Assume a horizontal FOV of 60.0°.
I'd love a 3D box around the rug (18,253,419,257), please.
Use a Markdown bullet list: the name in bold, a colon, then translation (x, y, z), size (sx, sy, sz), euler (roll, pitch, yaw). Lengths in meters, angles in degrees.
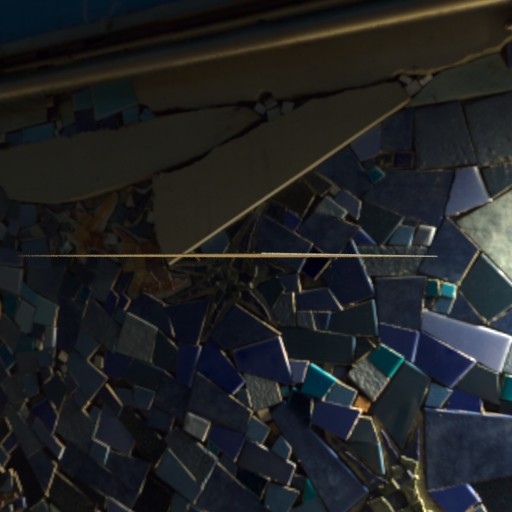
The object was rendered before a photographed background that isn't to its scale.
- **rug**: translation (0.000, 0.000, 4.158), size (2.438, 0.006, 3.197), euler (0, 0, 37)
